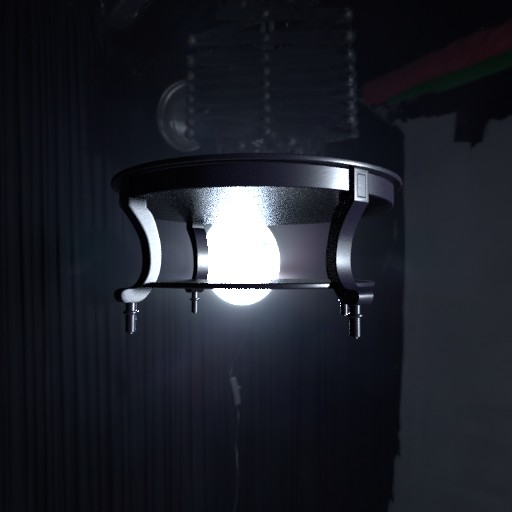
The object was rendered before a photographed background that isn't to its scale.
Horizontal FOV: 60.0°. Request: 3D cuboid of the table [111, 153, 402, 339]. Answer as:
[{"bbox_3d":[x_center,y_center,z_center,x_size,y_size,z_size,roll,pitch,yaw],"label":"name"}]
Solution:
[{"bbox_3d":[0.000,0.000,1.631,1.029,0.491,1.029,0,-2,0],"label":"table"}]
